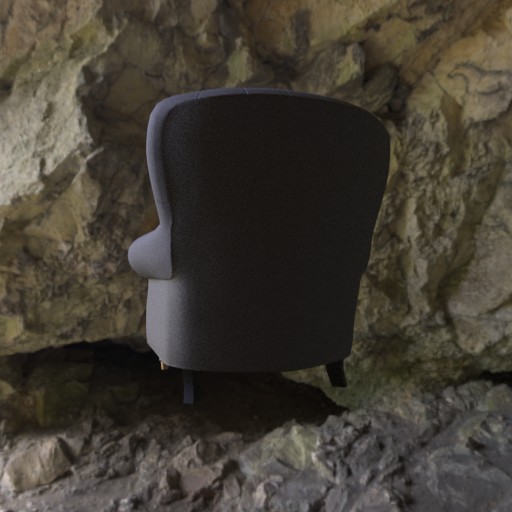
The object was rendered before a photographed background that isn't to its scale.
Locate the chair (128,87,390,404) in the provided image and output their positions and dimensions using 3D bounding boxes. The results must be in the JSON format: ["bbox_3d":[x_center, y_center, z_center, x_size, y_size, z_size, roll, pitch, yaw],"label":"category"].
[{"bbox_3d":[0.000,0.000,1.827,0.983,1.046,0.983,0,-1,-20],"label":"chair"}]
